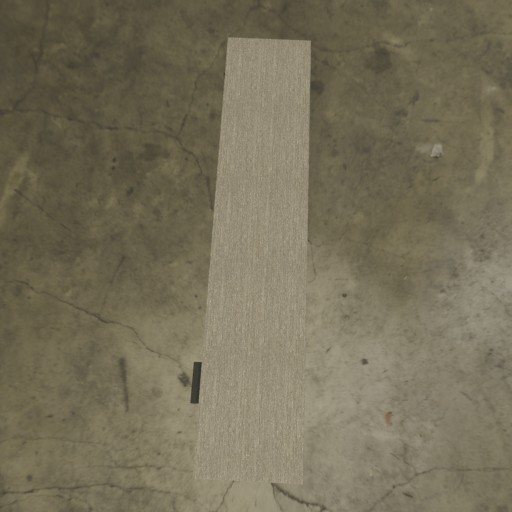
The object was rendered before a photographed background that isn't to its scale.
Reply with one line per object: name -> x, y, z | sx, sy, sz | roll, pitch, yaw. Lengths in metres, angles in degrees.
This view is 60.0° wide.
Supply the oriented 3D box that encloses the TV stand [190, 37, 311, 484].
TV stand -> 0.000, 0.000, 2.119 | 0.405, 0.787, 1.804 | 3, 74, 1
